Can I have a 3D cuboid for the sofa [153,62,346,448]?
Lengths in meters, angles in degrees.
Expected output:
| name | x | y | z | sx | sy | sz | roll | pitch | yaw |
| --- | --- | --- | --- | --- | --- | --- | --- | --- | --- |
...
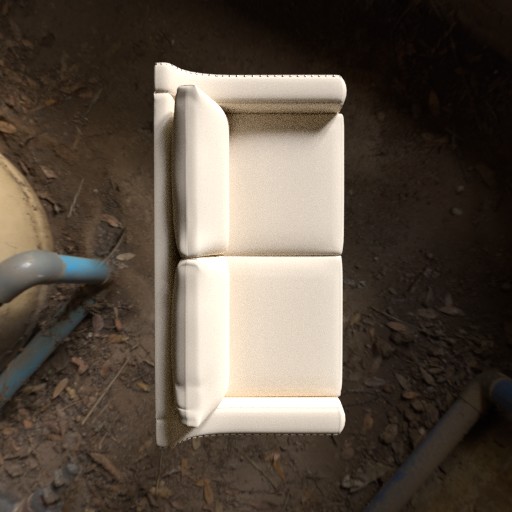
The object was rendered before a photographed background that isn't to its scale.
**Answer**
| name | x | y | z | sx | sy | sz | roll | pitch | yaw |
| --- | --- | --- | --- | --- | --- | --- | --- | --- | --- |
| sofa | 0.000 | 0.000 | 2.345 | 0.949 | 0.830 | 1.812 | 0 | 91 | 0 |
